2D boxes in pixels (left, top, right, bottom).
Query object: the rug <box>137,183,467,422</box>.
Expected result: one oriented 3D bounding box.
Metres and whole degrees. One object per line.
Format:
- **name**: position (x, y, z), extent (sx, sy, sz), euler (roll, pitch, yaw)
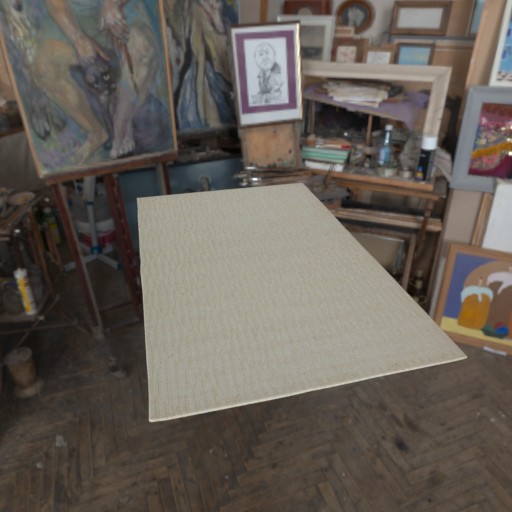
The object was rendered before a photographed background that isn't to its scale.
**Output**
- **rug**: position (0.000, 0.000, 3.010), extent (1.531, 0.014, 2.441), euler (-7, 31, -12)
